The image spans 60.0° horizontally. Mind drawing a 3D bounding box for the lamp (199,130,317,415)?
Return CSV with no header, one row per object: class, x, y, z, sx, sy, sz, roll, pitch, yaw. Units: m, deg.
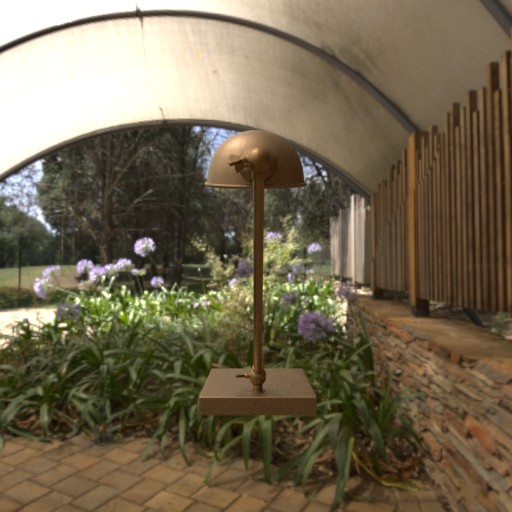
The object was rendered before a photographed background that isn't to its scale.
lamp,0.000,0.000,0.548,0.149,0.371,0.339,0,-2,0
